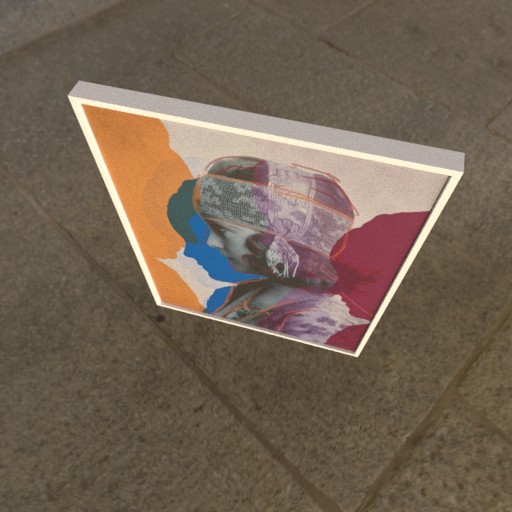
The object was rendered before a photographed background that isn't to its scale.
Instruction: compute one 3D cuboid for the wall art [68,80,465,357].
[{"bbox_3d":[0.000,0.000,0.718,0.443,0.549,0.030,13,59,8],"label":"wall art"}]
